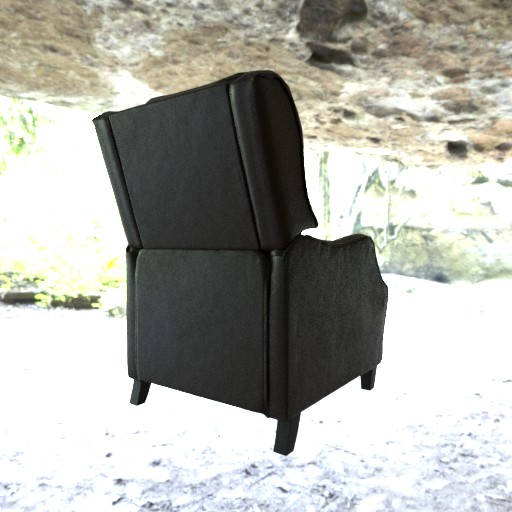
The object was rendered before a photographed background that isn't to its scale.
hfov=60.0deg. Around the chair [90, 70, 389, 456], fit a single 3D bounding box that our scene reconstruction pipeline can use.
[{"bbox_3d":[0.000,0.000,1.750,0.770,1.132,0.982,1,2,36],"label":"chair"}]
